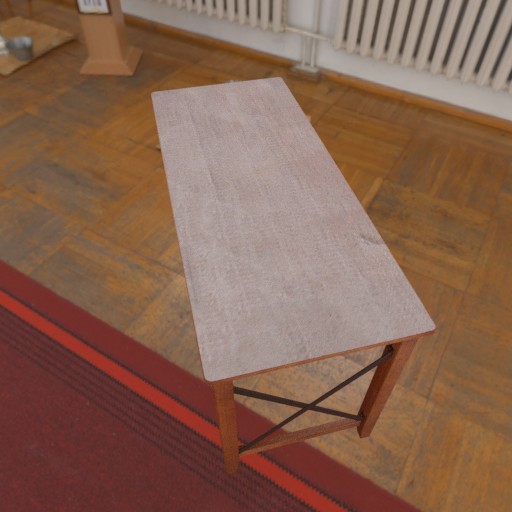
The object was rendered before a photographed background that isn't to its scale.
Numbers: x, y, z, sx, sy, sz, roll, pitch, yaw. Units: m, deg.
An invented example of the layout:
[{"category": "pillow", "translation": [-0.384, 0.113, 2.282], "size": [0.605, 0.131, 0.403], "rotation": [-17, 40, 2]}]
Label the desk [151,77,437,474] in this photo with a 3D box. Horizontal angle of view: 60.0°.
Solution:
[{"category": "desk", "translation": [0.000, 0.000, 1.743], "size": [0.574, 0.756, 1.353], "rotation": [-11, 49, -9]}]
